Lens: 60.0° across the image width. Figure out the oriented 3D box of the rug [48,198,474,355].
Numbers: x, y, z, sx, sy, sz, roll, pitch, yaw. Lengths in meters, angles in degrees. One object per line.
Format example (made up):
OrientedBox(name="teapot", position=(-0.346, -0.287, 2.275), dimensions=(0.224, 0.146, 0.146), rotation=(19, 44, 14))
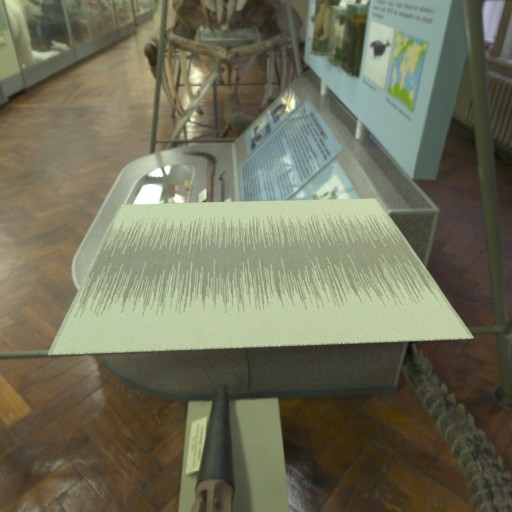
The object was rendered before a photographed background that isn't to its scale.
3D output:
OrientedBox(name="rug", position=(0.000, 0.000, 4.171), dimensions=(3.037, 0.010, 2.453), rotation=(-2, 32, -3))
